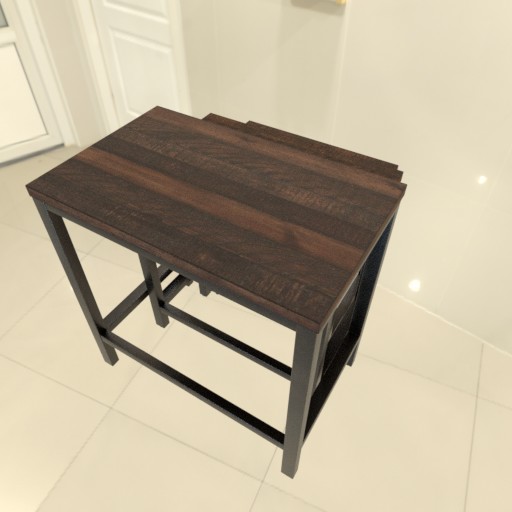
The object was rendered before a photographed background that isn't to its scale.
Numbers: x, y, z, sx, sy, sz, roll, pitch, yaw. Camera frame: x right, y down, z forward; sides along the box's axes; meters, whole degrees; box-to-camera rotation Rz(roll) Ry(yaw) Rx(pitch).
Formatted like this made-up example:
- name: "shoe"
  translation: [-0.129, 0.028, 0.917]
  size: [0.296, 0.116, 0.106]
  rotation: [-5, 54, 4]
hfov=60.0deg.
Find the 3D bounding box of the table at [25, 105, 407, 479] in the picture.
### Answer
- name: "table"
  translation: [0.000, 0.000, 1.130]
  size: [0.608, 0.616, 0.660]
  rotation: [23, 49, 22]
